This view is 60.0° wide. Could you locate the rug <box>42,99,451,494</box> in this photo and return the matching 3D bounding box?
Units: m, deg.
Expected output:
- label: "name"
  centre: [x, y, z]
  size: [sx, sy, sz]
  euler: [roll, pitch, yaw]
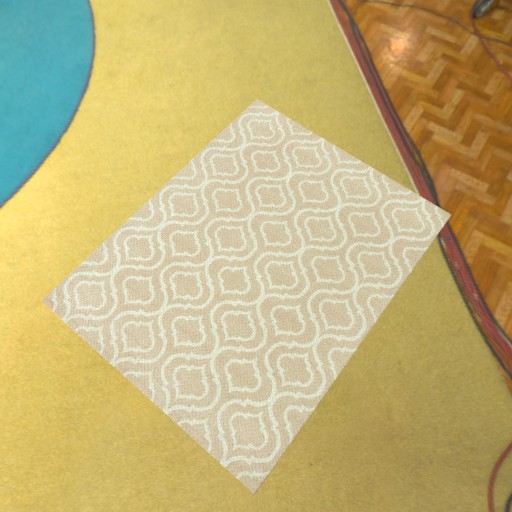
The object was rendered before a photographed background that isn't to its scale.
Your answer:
- label: "rug"
  centre: [0.000, 0.000, 3.891]
  size: [2.286, 0.013, 2.894]
  euler: [36, 69, 16]
